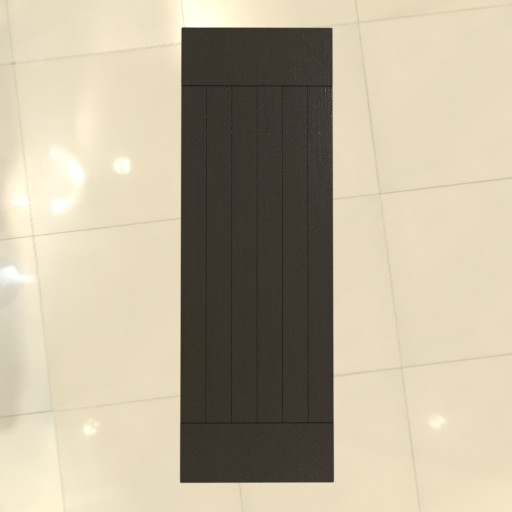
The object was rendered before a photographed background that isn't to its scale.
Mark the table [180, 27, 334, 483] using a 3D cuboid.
[{"bbox_3d":[0.000,0.000,1.418,0.373,0.768,1.062,0,89,0],"label":"table"}]
